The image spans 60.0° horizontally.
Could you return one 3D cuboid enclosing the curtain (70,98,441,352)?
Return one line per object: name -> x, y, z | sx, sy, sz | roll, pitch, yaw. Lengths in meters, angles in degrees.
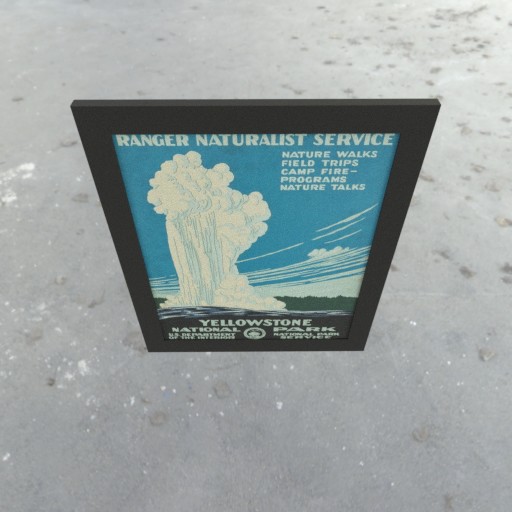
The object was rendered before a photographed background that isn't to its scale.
curtain -> 0.000, 0.000, 0.794 | 0.483, 0.585, 0.027 | 0, 45, 0
